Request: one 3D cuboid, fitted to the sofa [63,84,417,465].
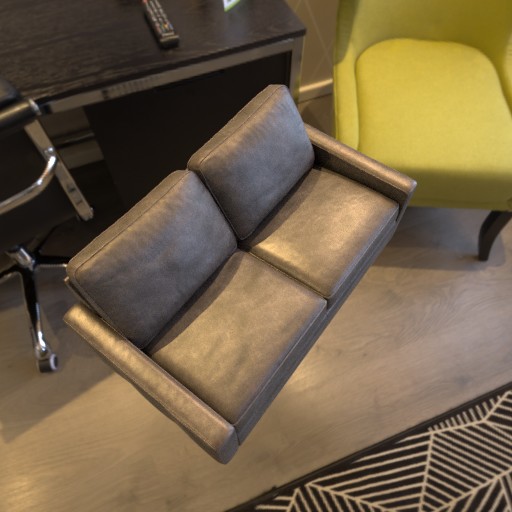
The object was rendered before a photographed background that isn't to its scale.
[{"bbox_3d":[0.000,0.000,2.310,0.939,0.916,1.732,33,65,18],"label":"sofa"}]
